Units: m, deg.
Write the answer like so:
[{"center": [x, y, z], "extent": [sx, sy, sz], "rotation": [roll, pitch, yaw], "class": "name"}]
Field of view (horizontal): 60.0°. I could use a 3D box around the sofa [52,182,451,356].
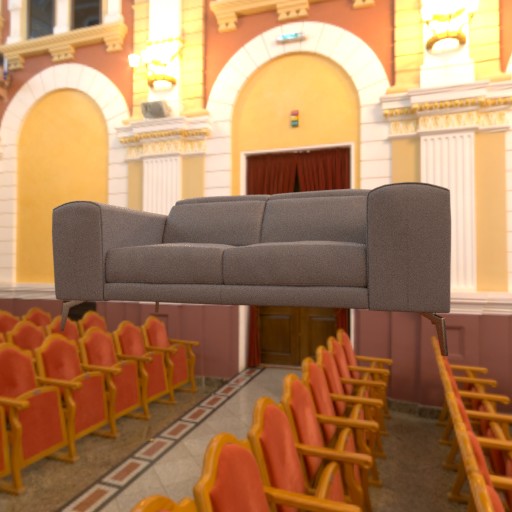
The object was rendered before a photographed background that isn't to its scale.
[{"center": [0.000, 0.000, 2.399], "extent": [1.895, 0.779, 1.003], "rotation": [0, -1, 19], "class": "sofa"}]
